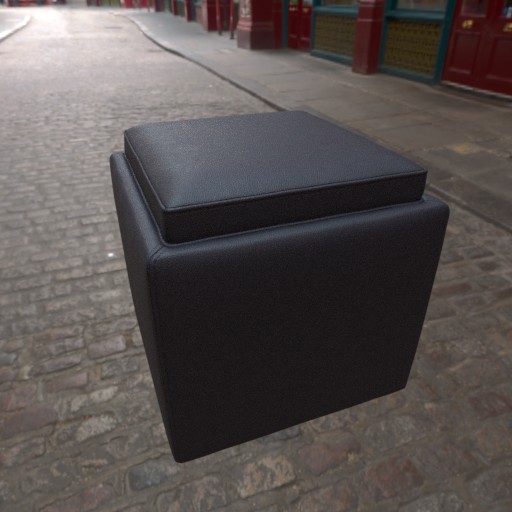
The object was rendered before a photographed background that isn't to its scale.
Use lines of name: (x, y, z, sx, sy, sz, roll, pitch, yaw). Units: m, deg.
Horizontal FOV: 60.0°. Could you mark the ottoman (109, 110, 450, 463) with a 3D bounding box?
ottoman: (0.000, 0.000, 0.820, 0.450, 0.460, 0.451, -11, 32, -18)
